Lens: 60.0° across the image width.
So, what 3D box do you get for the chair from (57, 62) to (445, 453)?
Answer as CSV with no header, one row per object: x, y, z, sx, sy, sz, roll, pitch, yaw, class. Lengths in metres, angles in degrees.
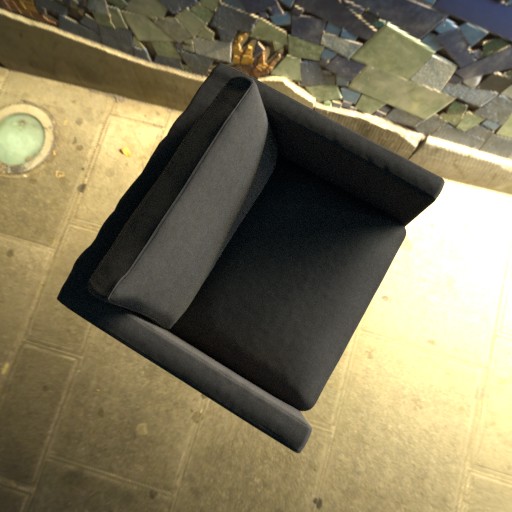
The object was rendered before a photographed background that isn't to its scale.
0.000,0.000,1.731,0.949,0.863,1.057,30,79,6,chair
